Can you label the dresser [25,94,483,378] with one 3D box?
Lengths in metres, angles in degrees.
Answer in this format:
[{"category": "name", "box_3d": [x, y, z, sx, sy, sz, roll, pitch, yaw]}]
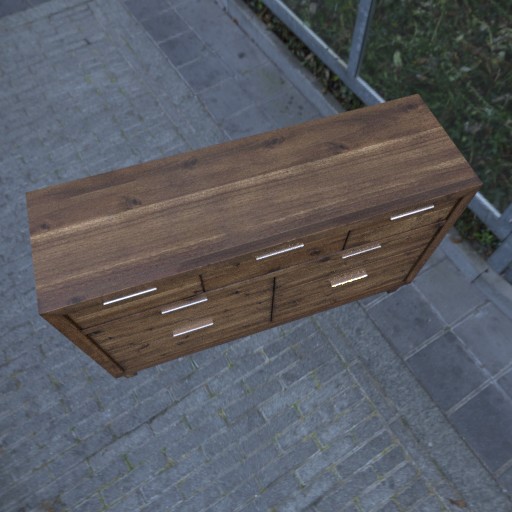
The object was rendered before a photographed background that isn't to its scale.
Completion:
[{"category": "dresser", "box_3d": [0.000, 0.000, 1.796, 1.387, 0.892, 0.438, -16, 63, -9]}]
